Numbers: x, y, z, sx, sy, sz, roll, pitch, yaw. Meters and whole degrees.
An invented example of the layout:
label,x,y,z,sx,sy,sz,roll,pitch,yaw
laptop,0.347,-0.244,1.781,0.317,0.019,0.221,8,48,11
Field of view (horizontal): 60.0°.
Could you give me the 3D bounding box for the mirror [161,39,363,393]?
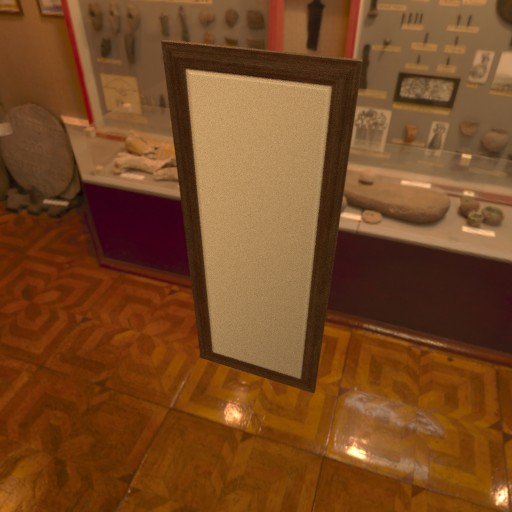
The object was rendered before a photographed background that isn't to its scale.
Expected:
label,x,y,z,sx,sy,sz,roll,pitch,yaw
mirror,0.000,0.000,2.336,0.812,2.032,0.025,13,41,16
